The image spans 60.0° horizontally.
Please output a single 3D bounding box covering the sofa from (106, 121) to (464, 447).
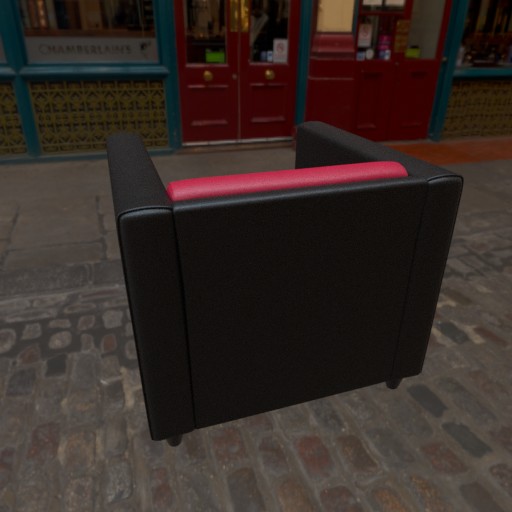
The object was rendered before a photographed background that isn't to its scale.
[{"bbox_3d":[0.000,0.000,1.461,0.839,0.724,0.809,-8,28,-16],"label":"sofa"}]
